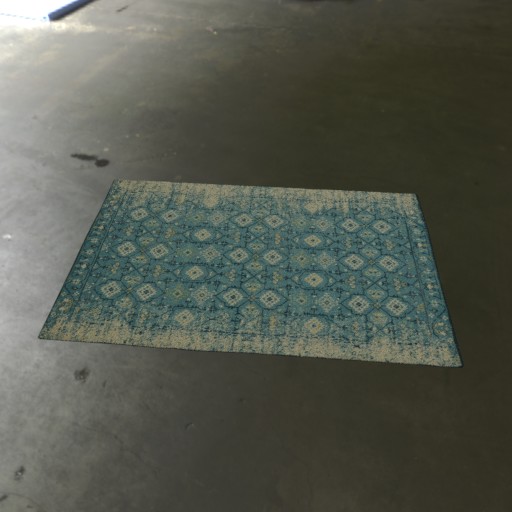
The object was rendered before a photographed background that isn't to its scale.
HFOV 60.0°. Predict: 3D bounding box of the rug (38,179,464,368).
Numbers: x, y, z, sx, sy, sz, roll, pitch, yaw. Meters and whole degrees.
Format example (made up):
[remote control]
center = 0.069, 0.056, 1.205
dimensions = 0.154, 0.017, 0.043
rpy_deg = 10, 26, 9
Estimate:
[rug]
center = 0.000, 0.000, 3.038
dimensions = 2.449, 0.015, 1.530
rpy_deg = 3, 47, 3
